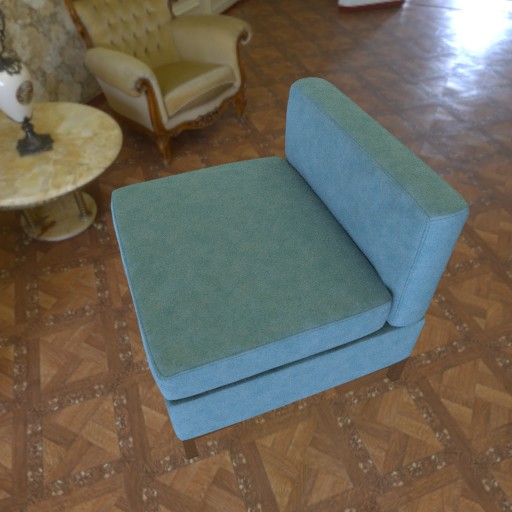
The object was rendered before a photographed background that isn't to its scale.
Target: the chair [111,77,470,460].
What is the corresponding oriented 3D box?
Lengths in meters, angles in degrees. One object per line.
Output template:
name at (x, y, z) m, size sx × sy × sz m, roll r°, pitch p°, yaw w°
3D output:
chair at (0.000, 0.000, 1.213) m, size 0.685 × 0.660 × 0.684 m, roll -15°, pitch 47°, yaw -15°
